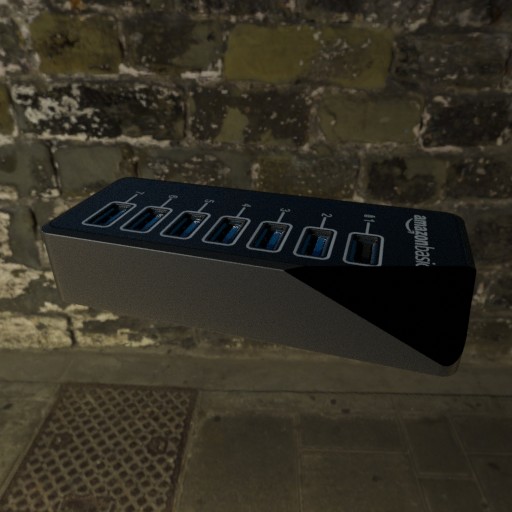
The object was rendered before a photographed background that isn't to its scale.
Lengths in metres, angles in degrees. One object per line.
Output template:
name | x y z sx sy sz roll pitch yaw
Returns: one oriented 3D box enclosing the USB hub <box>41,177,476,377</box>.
USB hub | 0.000 0.000 0.127 0.110 0.023 0.044 9 31 14
